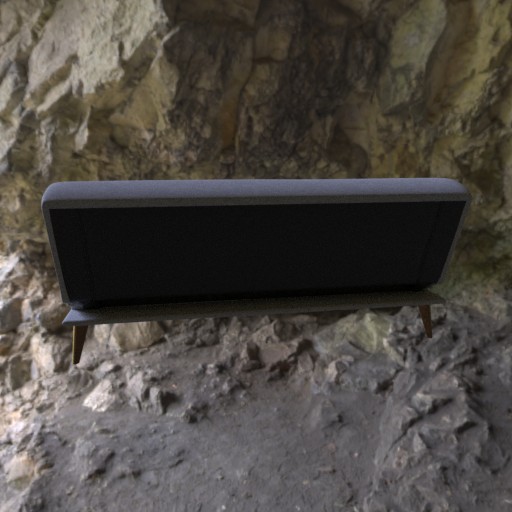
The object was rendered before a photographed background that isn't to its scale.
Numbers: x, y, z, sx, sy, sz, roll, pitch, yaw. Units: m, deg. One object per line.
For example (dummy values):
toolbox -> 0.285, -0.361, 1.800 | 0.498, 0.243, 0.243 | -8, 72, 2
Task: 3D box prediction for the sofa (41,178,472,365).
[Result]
sofa -> 0.000, 0.000, 2.270 | 1.800, 0.810, 0.860 | -2, 13, -9
